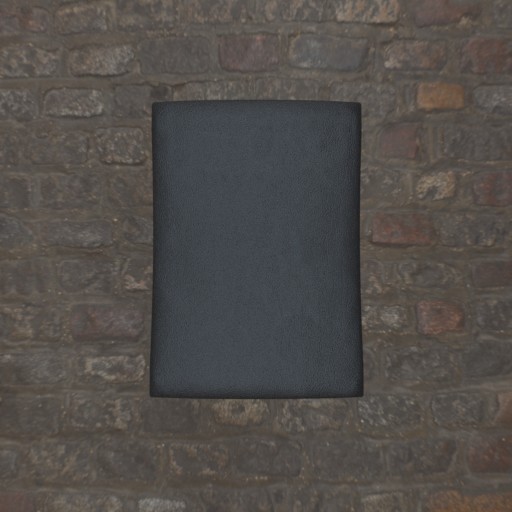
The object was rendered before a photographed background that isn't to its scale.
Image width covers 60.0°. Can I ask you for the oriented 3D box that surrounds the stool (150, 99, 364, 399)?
[{"bbox_3d":[0.000,0.000,1.017,0.361,0.765,0.500,0,88,0],"label":"stool"}]
